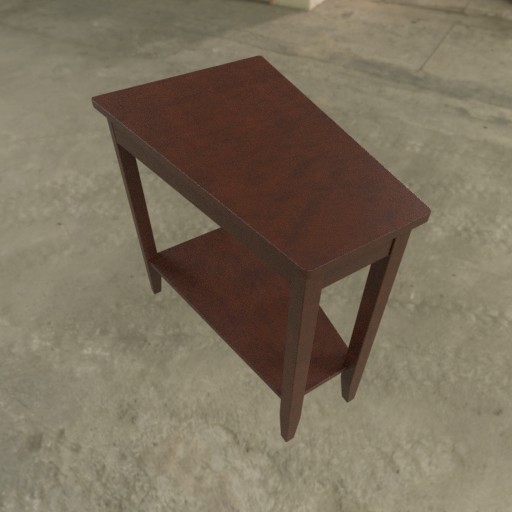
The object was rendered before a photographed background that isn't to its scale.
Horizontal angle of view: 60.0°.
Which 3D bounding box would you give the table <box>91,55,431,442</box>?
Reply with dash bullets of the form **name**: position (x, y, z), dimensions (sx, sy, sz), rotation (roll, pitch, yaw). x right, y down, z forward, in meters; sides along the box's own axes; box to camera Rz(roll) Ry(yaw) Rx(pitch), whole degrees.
- **table**: position (0.000, 0.000, 0.983), dimensions (0.399, 0.589, 0.605), rotation (-24, 50, -22)
